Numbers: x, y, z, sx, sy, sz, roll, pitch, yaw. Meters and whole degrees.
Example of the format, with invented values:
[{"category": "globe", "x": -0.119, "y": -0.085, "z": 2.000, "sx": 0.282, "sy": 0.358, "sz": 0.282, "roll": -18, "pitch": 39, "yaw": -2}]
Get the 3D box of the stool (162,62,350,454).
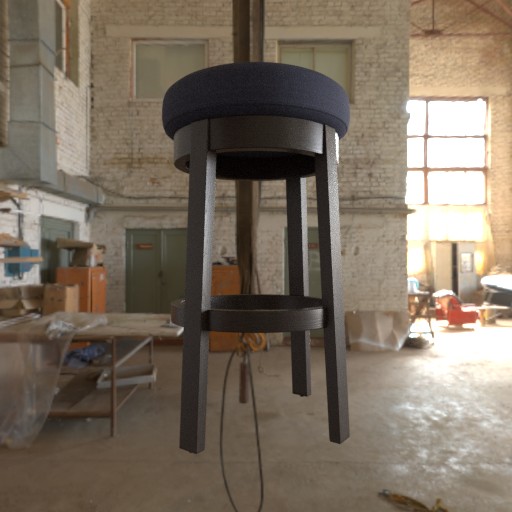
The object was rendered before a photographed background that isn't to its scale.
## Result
[{"category": "stool", "x": 0.000, "y": 0.000, "z": 1.029, "sx": 0.446, "sy": 0.758, "sz": 0.446, "roll": 0, "pitch": 0, "yaw": 0}]
